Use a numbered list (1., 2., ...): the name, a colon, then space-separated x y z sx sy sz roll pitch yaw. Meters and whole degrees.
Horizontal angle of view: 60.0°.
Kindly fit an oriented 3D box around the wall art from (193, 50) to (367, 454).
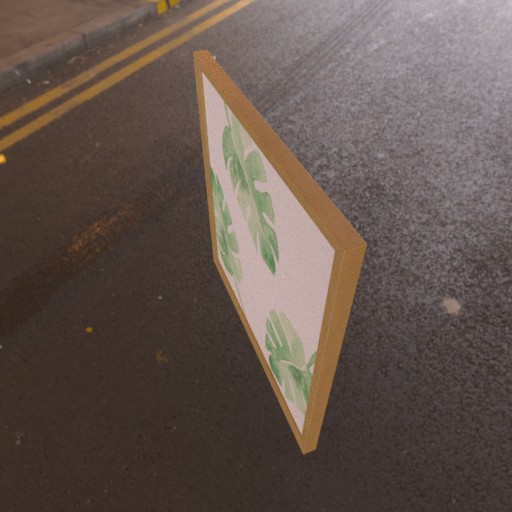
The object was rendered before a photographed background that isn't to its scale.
1. wall art: 0.000 0.000 1.148 0.037 0.763 0.763 -16 48 -15
